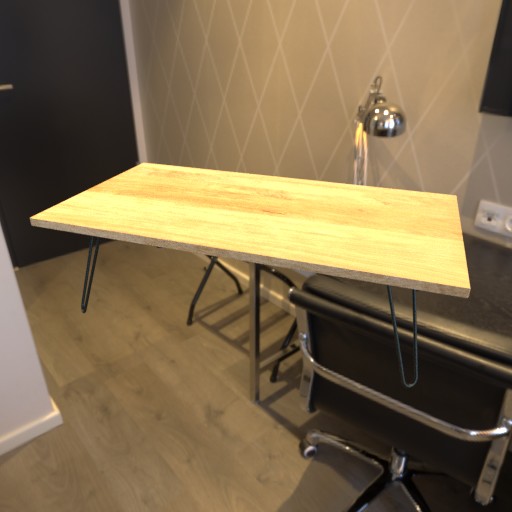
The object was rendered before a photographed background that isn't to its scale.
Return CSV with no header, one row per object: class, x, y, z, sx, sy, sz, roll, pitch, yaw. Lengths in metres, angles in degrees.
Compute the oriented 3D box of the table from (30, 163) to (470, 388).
table,0.000,0.000,1.658,1.348,0.400,0.699,9,29,17
